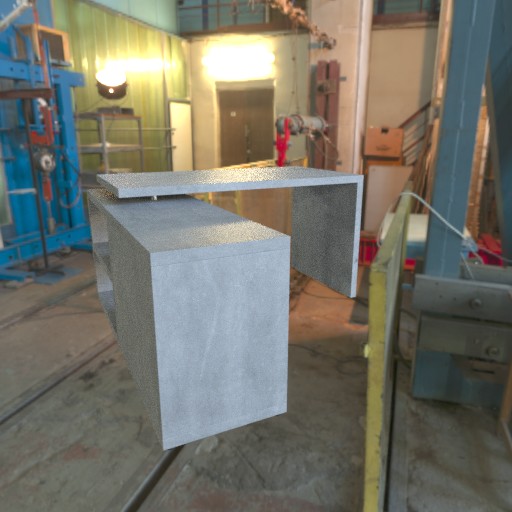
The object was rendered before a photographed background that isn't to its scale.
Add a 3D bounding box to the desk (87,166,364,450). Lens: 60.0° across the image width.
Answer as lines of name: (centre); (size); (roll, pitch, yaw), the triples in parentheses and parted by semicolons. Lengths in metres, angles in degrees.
desk: (0.000, 0.000, 2.246); (1.400, 0.740, 1.500); (-8, 18, -25)
